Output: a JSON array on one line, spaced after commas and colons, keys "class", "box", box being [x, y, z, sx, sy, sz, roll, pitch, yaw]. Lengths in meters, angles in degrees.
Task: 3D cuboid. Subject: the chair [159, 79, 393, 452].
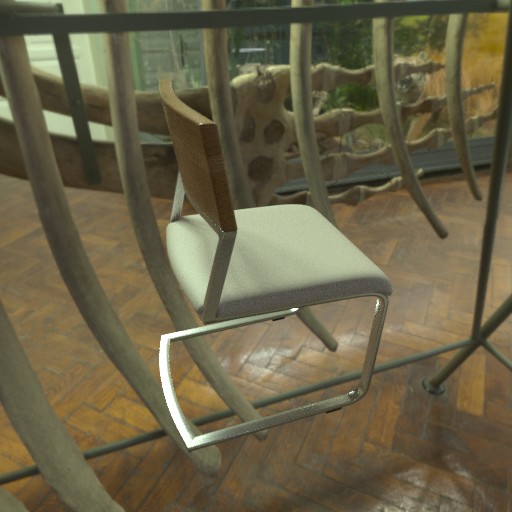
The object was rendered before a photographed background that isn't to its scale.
[{"class": "chair", "box": [0.000, 0.000, 1.193, 0.585, 0.844, 0.467, -10, 32, -16]}]
